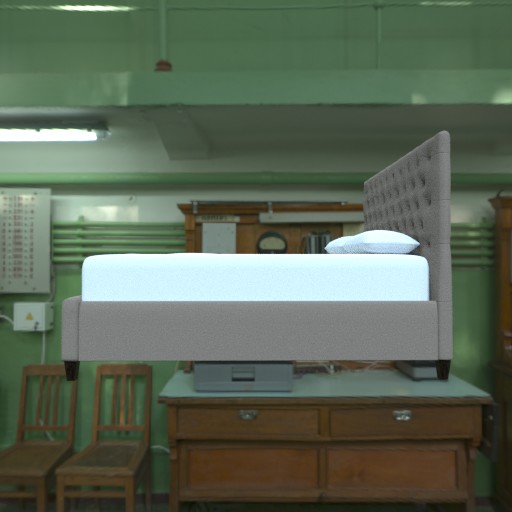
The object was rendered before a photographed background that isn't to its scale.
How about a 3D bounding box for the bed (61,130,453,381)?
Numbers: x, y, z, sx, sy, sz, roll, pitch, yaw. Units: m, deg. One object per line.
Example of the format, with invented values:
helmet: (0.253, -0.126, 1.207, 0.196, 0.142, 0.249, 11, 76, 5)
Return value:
bed: (0.000, 0.000, 3.343, 2.233, 1.426, 1.696, 0, 0, -1)
